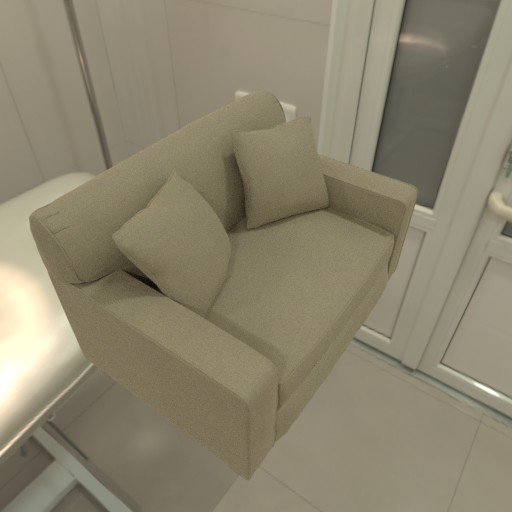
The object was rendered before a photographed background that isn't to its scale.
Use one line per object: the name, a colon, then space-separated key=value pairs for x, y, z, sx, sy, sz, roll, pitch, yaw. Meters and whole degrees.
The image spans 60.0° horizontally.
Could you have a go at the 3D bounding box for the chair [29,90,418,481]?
chair: x=0.000 y=0.000 z=1.989 sx=1.000 sy=0.948 sz=1.383 roll=26 pitch=48 yaw=26
